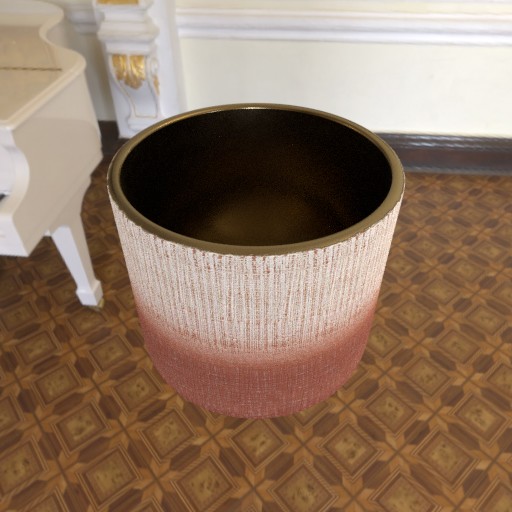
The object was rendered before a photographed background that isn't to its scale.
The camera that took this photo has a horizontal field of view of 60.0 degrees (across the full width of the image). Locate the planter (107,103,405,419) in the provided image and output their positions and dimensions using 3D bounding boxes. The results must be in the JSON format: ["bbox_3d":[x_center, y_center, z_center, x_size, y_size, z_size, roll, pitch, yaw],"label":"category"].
[{"bbox_3d":[0.000,0.000,0.453,0.254,0.221,0.254,0,41,0],"label":"planter"}]
